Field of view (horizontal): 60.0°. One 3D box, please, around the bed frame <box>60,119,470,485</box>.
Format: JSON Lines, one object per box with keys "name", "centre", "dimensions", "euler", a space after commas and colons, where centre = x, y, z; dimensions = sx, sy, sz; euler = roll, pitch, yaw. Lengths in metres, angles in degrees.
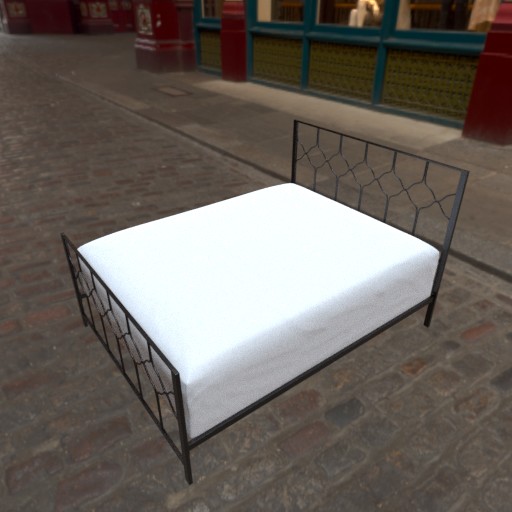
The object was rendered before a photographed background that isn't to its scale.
{"name": "bed frame", "centre": [0.000, 0.000, 3.028], "dimensions": [2.063, 1.222, 1.597], "euler": [-21, 37, -31]}
